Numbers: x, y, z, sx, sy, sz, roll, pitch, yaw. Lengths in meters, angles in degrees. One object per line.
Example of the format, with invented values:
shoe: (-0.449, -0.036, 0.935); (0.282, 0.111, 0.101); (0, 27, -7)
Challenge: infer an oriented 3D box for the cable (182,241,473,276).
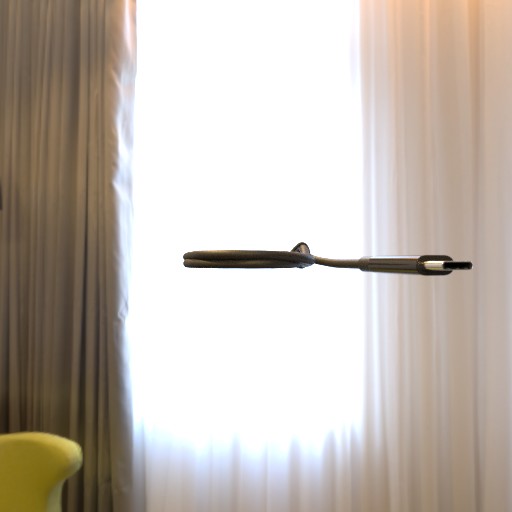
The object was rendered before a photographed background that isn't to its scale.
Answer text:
cable: (0.000, 0.000, 0.207); (0.070, 0.014, 0.192); (0, 0, -19)
